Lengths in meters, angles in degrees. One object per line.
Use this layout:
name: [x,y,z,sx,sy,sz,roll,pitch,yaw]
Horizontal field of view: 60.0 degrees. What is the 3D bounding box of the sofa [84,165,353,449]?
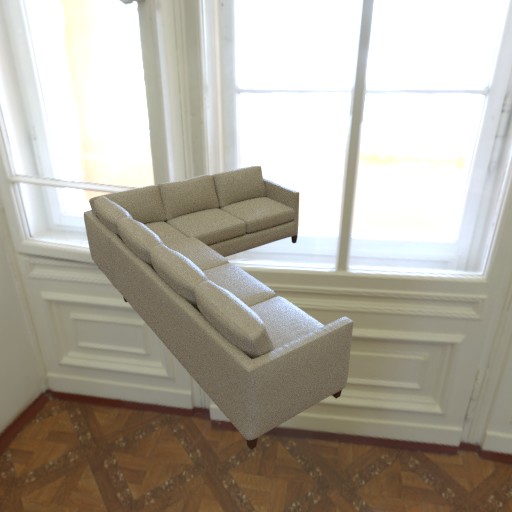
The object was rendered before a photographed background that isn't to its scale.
sofa: [0.000,0.000,4.577,2.522,0.934,3.333,-18,32,-32]
